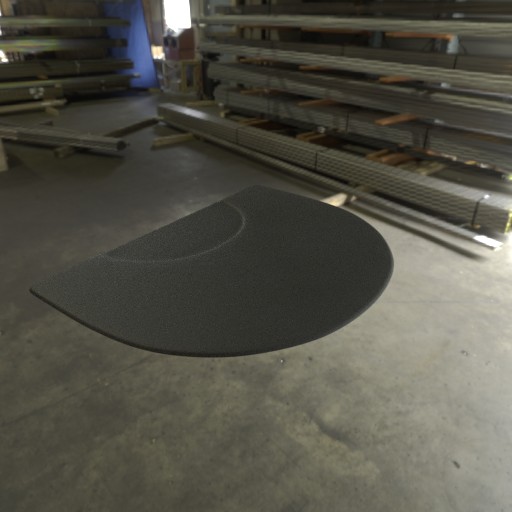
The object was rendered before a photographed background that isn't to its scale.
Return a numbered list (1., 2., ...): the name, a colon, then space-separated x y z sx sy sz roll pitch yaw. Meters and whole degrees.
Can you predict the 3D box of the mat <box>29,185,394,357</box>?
1. mat: 0.000 0.000 1.586 0.917 0.016 1.220 20 34 32
